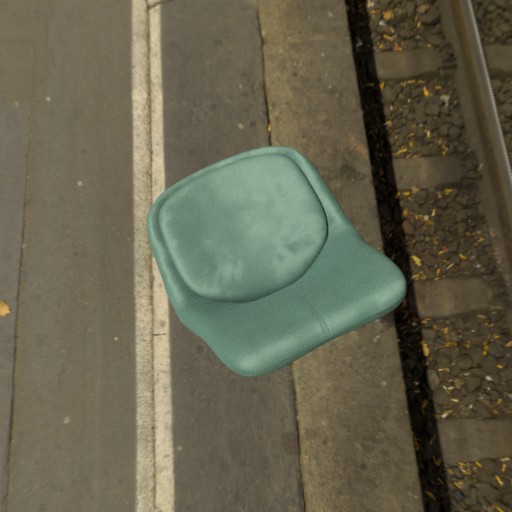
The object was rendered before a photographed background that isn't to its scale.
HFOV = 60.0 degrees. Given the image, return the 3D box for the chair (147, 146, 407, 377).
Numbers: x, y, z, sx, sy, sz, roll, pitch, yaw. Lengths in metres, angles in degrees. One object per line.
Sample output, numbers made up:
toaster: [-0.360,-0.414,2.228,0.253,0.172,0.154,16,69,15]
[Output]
chair: [0.000,0.000,1.163,0.483,0.865,0.547,-25,77,-6]
